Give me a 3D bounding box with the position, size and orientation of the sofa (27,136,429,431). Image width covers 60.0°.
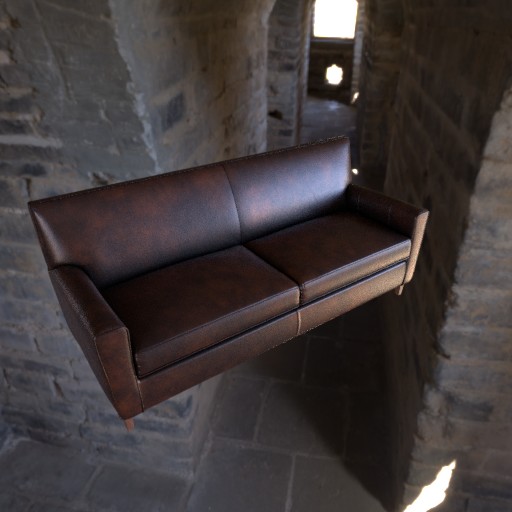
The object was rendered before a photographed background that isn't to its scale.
[{"bbox_3d":[0.000,0.000,2.436,1.995,0.871,0.786,-19,35,-30],"label":"sofa"}]
